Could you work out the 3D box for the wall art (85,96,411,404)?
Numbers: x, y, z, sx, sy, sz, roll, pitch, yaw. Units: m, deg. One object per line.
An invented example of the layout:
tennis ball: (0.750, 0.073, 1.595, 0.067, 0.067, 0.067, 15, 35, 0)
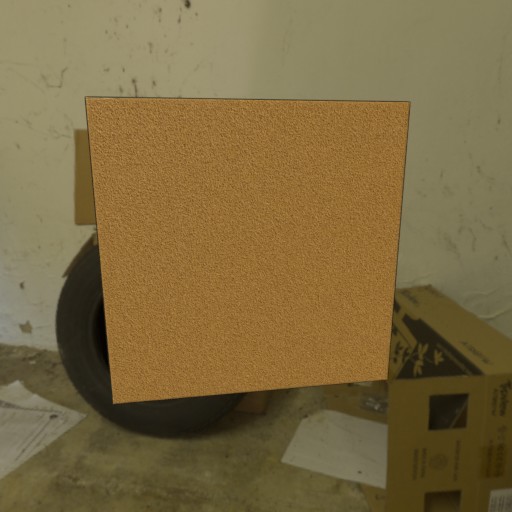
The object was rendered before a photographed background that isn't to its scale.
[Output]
wall art: (0.000, 0.000, 0.677, 0.456, 0.453, 0.022, -2, 15, -9)
